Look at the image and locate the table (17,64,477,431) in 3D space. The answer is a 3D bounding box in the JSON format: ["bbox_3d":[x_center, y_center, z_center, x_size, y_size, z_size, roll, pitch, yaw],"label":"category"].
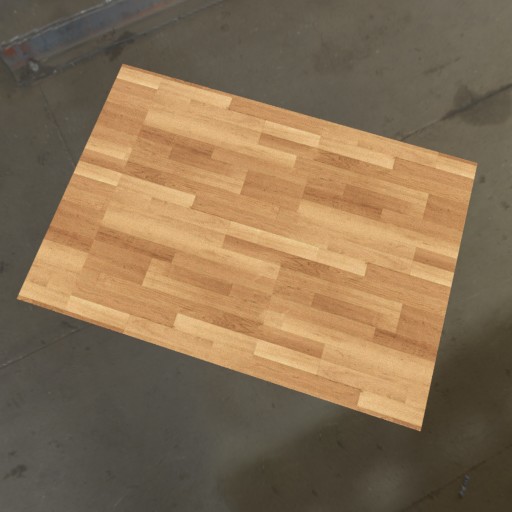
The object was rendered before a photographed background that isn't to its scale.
[{"bbox_3d":[0.000,0.000,1.820,1.300,0.750,0.900,17,77,4],"label":"table"}]
